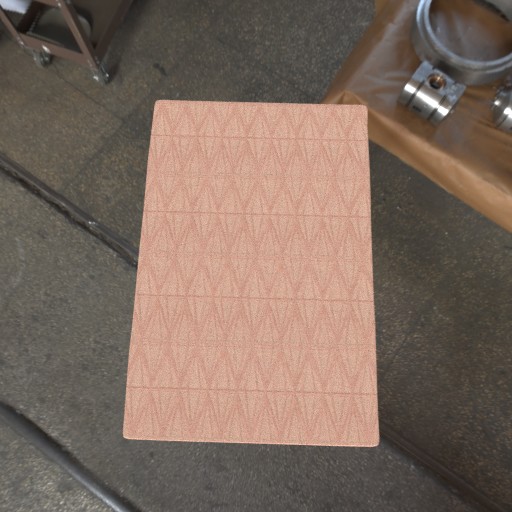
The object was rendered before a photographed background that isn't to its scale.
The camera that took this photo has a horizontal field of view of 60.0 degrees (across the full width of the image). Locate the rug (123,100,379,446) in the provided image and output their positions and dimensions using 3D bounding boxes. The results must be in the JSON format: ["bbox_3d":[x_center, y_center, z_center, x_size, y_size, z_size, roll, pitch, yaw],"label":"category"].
[{"bbox_3d":[0.000,0.000,3.039,1.609,0.015,2.390,2,76,0],"label":"rug"}]
